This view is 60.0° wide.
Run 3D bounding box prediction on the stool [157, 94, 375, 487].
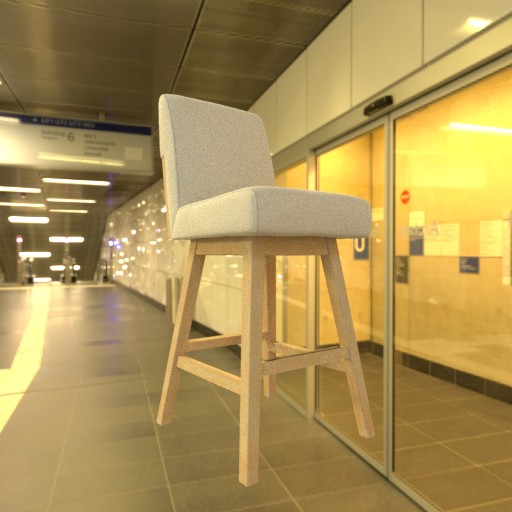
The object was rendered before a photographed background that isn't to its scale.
[{"bbox_3d":[0.000,0.000,1.304,0.446,1.015,0.543,0,1,-37],"label":"stool"}]
